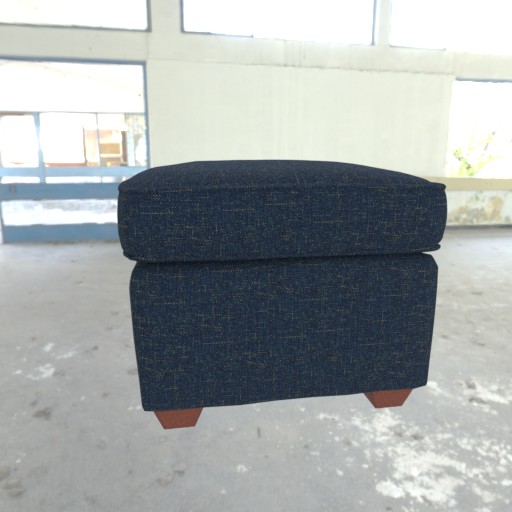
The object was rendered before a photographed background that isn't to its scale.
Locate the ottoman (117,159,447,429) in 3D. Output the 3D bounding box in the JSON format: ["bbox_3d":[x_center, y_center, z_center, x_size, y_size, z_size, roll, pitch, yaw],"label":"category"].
[{"bbox_3d":[0.000,0.000,1.056,0.549,0.450,0.749,-2,13,-10],"label":"ottoman"}]
